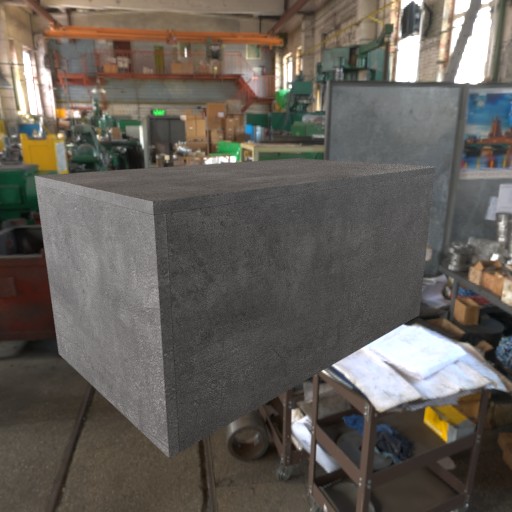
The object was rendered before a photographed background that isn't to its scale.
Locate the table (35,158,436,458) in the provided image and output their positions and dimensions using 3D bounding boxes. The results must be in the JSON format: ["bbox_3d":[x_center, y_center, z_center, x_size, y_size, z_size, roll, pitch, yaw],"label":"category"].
[{"bbox_3d":[0.000,0.000,0.923,0.700,0.350,0.400,-15,22,-41],"label":"table"}]
